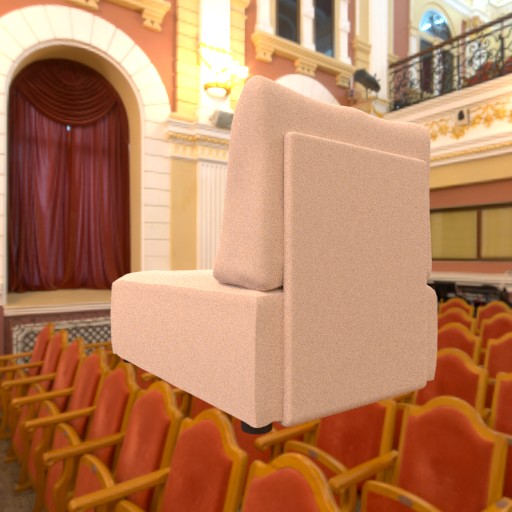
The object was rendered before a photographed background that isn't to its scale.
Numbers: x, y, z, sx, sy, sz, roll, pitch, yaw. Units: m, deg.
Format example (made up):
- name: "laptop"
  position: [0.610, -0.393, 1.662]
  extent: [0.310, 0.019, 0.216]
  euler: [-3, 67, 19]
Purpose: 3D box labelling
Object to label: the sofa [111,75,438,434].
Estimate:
- name: "sofa"
  position: [0.000, 0.000, 1.554]
  extent: [0.700, 0.820, 1.000]
  euler: [0, -1, -36]
